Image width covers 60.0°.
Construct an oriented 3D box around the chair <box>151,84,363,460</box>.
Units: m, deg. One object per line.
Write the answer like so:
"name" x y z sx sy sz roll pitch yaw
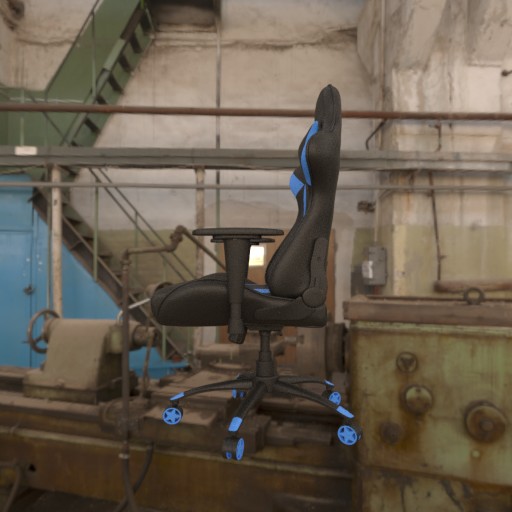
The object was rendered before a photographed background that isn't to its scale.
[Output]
"chair" 0.000 0.000 1.712 0.730 1.282 0.695 0 0 0
